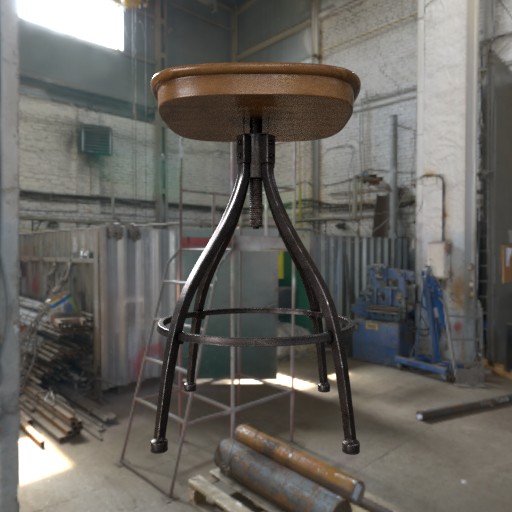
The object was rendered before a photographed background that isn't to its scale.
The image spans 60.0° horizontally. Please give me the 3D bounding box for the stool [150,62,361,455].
[{"bbox_3d":[0.000,0.000,0.963,0.432,0.694,0.424,0,1,1],"label":"stool"}]
